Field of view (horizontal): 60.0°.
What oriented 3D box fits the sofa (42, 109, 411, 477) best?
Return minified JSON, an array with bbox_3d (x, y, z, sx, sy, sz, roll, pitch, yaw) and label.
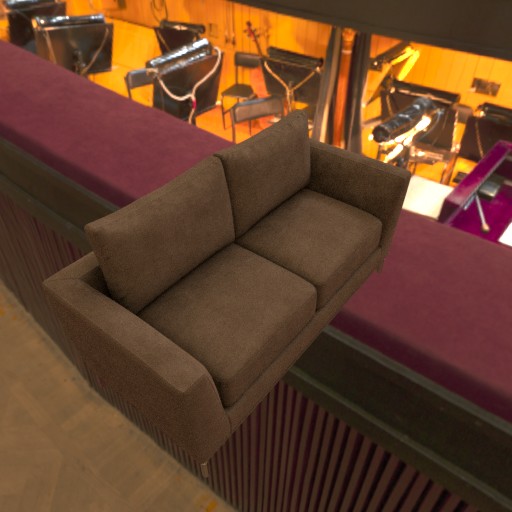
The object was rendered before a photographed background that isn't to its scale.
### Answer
[{"bbox_3d":[0.000,0.000,2.328,0.855,1.013,1.832,27,48,28],"label":"sofa"}]
